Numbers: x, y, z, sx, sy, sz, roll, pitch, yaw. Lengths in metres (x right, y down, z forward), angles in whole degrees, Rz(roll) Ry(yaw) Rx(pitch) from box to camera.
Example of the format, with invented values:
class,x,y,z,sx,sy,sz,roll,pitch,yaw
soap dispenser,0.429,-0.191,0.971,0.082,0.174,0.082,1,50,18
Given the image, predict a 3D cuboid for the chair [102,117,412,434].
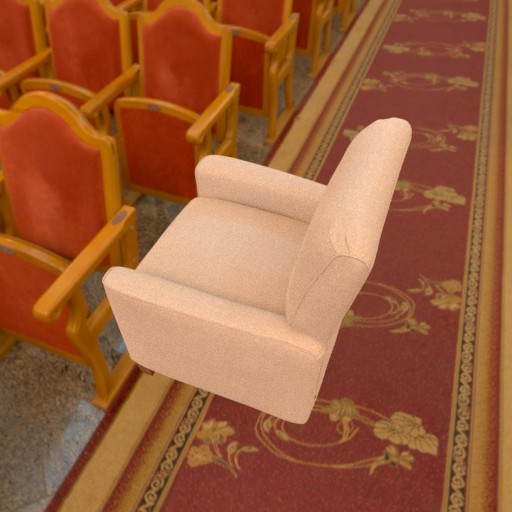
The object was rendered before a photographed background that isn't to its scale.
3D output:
class,x,y,z,sx,sy,sz,roll,pitch,yaw
chair,0.000,0.000,1.687,0.858,1.023,0.841,16,48,15
